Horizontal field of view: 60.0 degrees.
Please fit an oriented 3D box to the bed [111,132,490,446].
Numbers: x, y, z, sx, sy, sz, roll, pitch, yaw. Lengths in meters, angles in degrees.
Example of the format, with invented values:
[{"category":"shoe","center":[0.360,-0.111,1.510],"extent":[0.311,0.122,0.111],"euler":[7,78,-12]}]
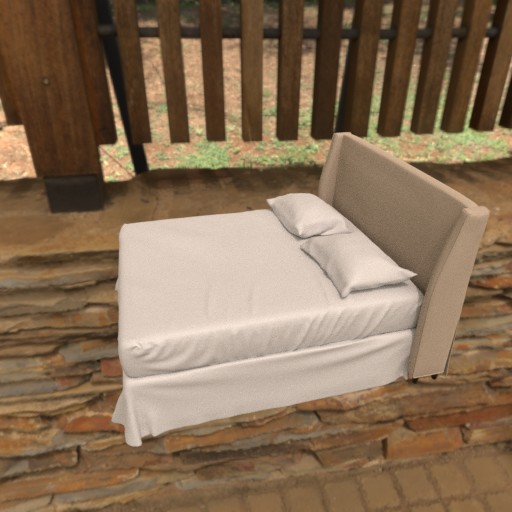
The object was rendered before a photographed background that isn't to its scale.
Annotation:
[{"category":"bed","center":[0.000,0.000,3.363],"extent":[2.276,1.332,1.925],"euler":[-7,30,-13]}]
